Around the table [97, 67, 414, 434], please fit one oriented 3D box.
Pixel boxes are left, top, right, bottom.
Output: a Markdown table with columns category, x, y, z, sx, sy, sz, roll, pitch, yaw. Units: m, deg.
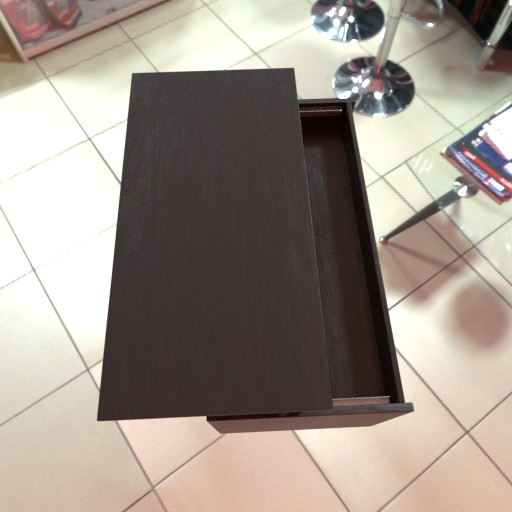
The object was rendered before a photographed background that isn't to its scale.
| category | x | y | z | sx | sy | sz | roll | pitch | yaw |
| --- | --- | --- | --- | --- | --- | --- | --- | --- | --- |
| table | 0.000 | 0.000 | 1.402 | 0.712 | 0.570 | 1.000 | -2 | 65 | -1 |
